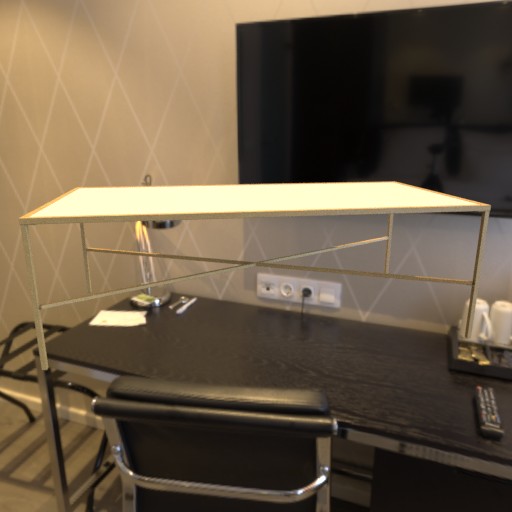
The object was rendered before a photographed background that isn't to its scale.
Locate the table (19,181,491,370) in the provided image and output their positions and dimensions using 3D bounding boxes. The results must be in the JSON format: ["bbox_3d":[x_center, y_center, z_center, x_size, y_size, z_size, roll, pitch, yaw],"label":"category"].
[{"bbox_3d":[0.000,0.000,1.449,1.206,0.398,0.580,-2,16,-8],"label":"table"}]
